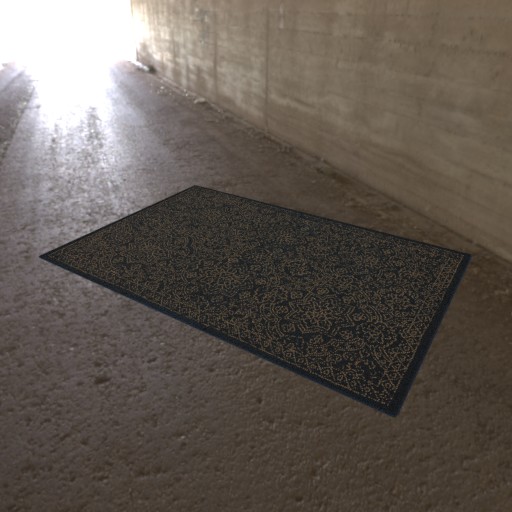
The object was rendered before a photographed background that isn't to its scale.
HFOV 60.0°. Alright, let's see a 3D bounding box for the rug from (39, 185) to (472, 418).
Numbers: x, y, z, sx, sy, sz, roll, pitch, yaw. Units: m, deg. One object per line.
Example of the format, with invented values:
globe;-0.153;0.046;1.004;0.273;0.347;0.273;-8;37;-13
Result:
rug;0.000;0.000;2.238;1.829;0.010;1.219;18;34;29
